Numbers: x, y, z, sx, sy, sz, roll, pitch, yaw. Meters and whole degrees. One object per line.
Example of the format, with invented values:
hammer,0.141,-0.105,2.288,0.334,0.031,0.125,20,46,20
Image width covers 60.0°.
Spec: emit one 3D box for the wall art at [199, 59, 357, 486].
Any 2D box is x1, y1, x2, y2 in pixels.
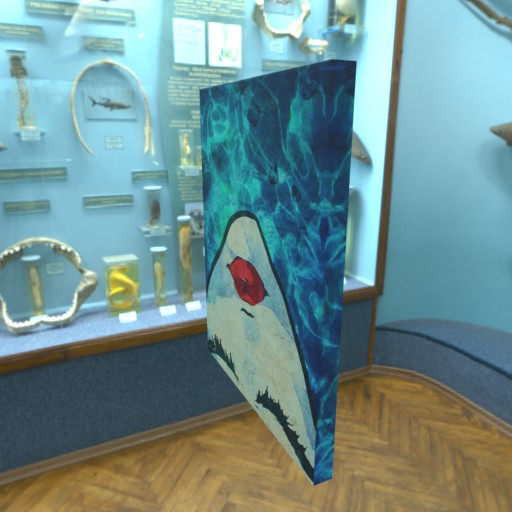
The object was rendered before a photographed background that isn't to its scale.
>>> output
wall art,0.000,0.000,0.853,0.038,0.635,0.508,-8,18,-24
